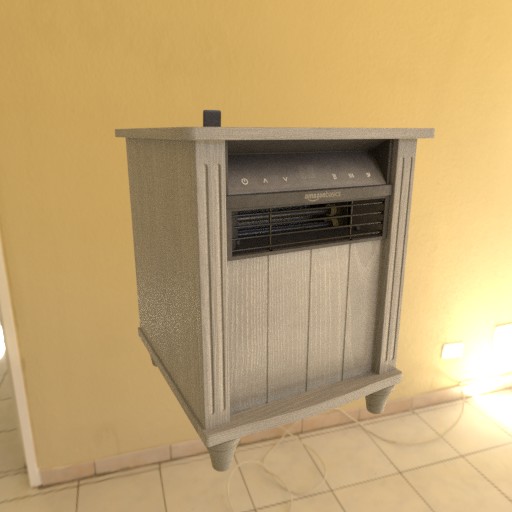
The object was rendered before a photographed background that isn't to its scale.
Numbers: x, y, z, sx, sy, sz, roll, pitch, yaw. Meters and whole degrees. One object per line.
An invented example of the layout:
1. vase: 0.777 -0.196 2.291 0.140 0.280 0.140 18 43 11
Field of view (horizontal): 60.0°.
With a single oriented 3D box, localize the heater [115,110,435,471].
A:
1. heater: 0.000 0.000 0.744 0.362 0.481 0.400 -8 17 -26
